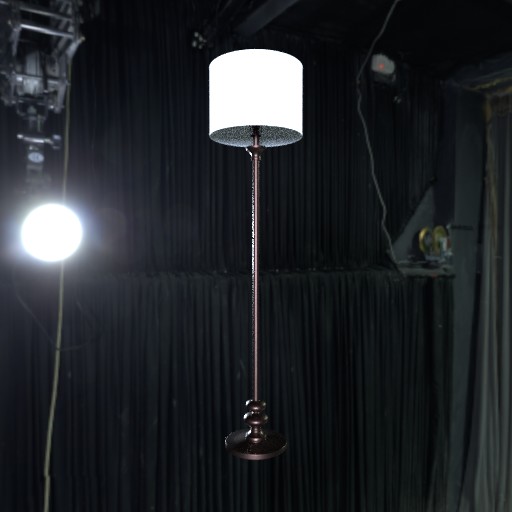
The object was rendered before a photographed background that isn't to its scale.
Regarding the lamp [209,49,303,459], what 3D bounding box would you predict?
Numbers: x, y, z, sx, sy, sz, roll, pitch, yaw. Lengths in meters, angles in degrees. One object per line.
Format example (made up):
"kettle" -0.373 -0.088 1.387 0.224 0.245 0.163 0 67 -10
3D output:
"lamp" 0.000 0.000 1.726 0.356 1.487 0.356 -1 2 -37
